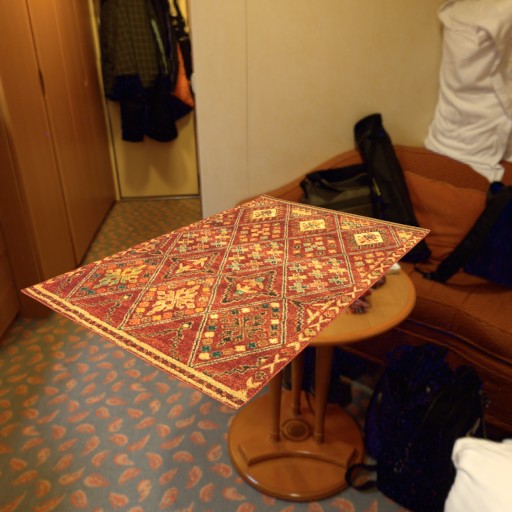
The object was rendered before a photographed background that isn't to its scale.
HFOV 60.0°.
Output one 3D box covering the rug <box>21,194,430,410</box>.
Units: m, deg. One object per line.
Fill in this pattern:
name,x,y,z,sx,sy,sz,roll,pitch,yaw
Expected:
rug,0.000,0.000,2.842,1.521,0.026,2.286,17,29,33
